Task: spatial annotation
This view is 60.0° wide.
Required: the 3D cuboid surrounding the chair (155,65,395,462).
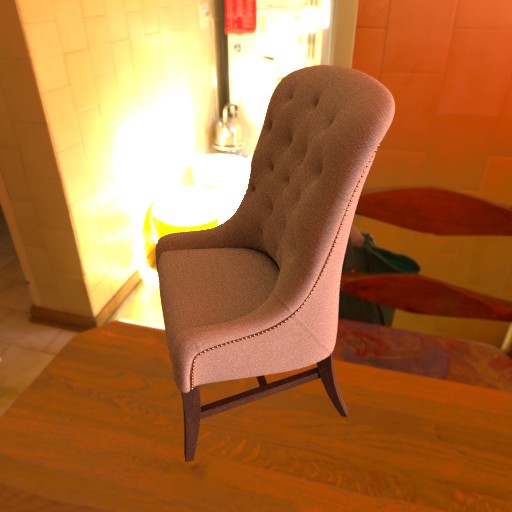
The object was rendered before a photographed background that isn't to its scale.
[{"bbox_3d":[0.000,0.000,1.422,0.629,1.091,0.634,-8,33,-13],"label":"chair"}]
